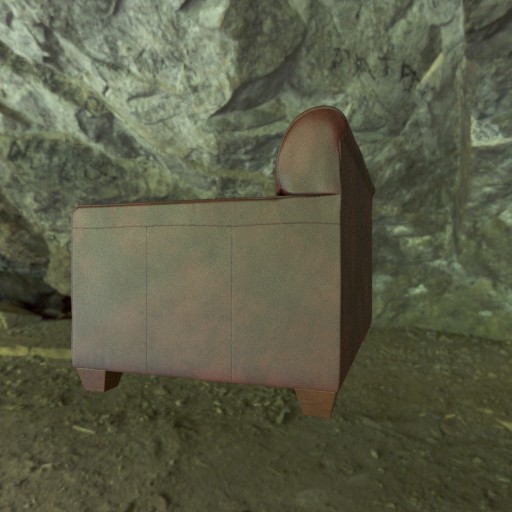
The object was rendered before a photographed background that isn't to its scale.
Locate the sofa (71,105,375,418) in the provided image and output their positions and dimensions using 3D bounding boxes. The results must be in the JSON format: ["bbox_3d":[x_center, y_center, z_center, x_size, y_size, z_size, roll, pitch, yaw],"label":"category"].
[{"bbox_3d":[0.000,0.000,2.057,1.000,0.956,1.413,0,0,18],"label":"sofa"}]
